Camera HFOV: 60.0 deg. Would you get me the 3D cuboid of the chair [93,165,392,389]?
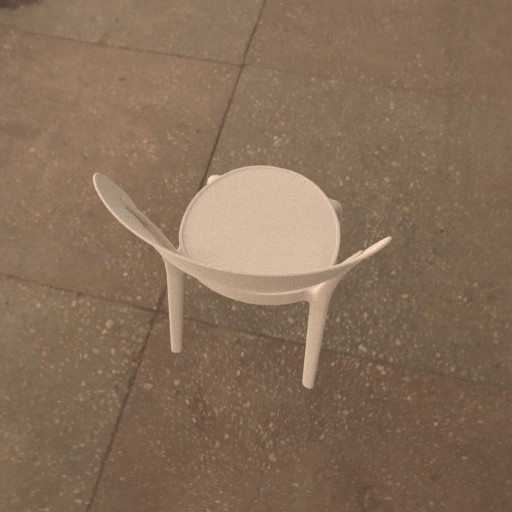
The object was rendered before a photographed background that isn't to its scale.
[{"bbox_3d":[0.000,0.000,1.115,0.506,0.790,0.491,13,62,7],"label":"chair"}]
